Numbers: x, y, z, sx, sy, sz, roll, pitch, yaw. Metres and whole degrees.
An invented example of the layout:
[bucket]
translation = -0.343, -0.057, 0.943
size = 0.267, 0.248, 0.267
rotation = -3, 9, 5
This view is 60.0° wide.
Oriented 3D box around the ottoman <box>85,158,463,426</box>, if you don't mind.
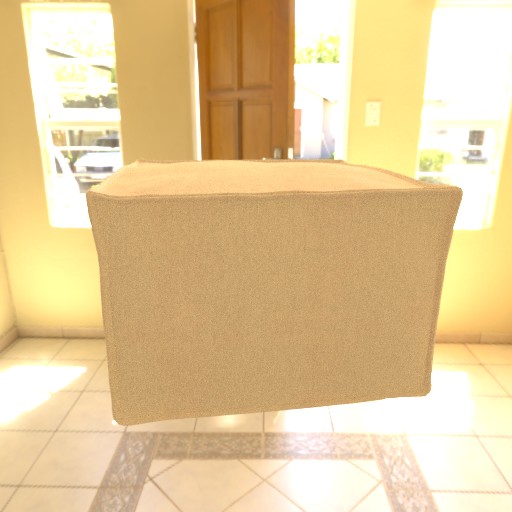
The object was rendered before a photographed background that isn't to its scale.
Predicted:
[ottoman]
translation = 0.000, 0.000, 1.144
size = 0.696, 0.470, 0.707
rotation = -2, 17, -8
